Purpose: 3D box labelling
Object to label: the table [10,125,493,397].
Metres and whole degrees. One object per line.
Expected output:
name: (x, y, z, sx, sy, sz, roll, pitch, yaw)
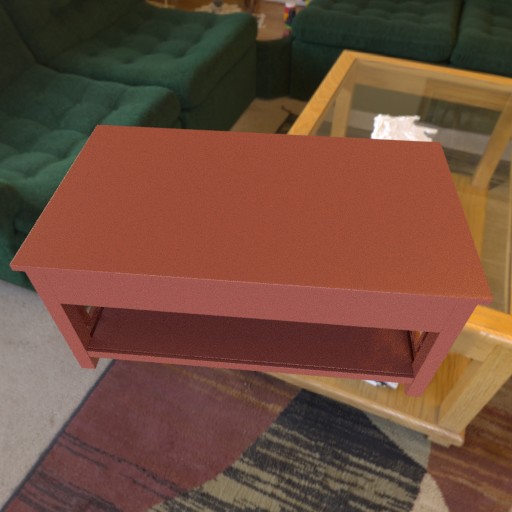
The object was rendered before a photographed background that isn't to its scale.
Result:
table: (0.000, 0.000, 1.360, 1.068, 0.493, 0.612, 4, 47, 4)
